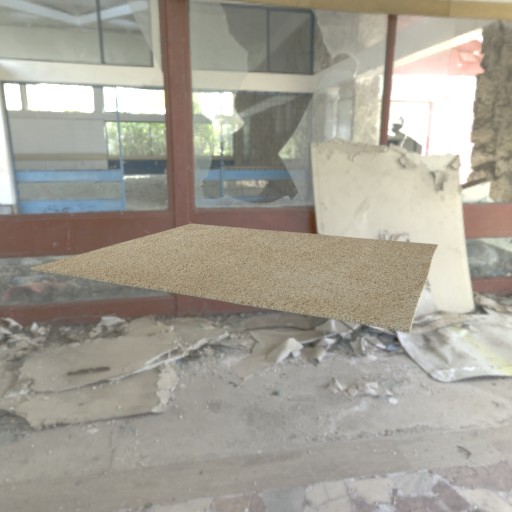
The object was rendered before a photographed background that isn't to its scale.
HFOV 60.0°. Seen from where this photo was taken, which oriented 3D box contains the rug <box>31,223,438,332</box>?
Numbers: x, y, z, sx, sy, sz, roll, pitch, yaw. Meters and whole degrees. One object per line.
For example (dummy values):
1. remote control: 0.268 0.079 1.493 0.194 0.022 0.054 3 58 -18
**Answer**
1. rug: 0.000 0.000 4.108 3.000 0.025 2.400 6 15 24
